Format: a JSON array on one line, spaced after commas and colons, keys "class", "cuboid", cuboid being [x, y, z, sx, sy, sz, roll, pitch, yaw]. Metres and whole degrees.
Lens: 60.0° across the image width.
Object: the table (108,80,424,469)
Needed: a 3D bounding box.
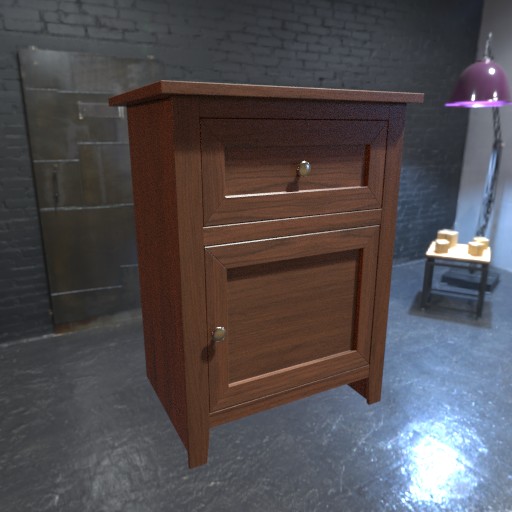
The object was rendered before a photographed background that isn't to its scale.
[{"class": "table", "cuboid": [0.000, 0.000, 0.934, 0.480, 0.636, 0.381, -8, 18, -27]}]
